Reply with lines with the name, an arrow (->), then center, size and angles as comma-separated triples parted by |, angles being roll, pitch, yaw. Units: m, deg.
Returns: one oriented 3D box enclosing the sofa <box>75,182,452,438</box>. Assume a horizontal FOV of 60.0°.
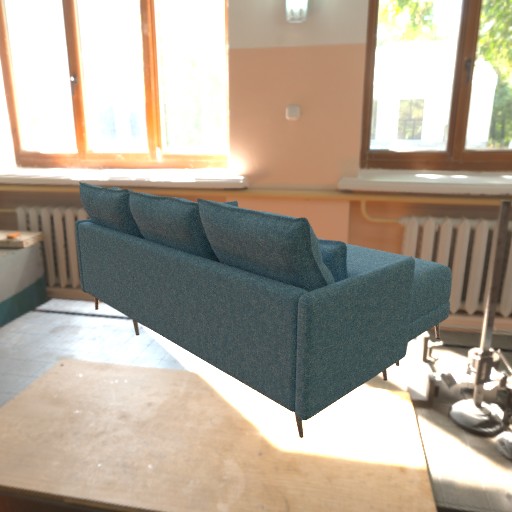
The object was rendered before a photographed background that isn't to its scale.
sofa -> 0.000, 0.000, 2.746 | 1.420, 0.899, 2.034 | -14, 20, -42
